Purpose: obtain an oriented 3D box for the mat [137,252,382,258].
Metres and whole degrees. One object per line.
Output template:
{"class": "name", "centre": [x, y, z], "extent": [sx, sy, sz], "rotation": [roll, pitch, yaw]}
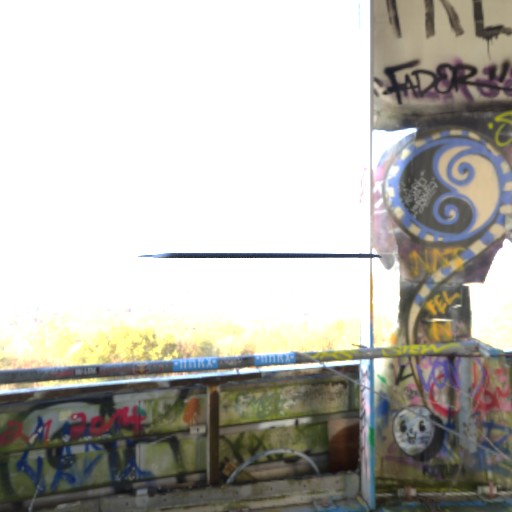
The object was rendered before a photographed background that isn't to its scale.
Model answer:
{"class": "mat", "centre": [0.000, 0.000, 1.860], "extent": [0.917, 0.016, 1.525], "rotation": [0, 0, -17]}
